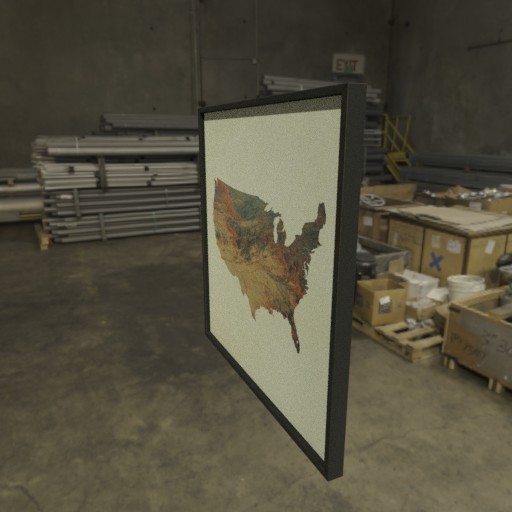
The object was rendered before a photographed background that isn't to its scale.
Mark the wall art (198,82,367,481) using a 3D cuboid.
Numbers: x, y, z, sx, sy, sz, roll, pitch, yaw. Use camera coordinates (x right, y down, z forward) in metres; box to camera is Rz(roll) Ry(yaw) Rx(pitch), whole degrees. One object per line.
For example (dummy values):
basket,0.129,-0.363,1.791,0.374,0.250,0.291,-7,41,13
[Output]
wall art,0.000,0.000,1.142,0.038,0.762,0.762,-7,17,-24
